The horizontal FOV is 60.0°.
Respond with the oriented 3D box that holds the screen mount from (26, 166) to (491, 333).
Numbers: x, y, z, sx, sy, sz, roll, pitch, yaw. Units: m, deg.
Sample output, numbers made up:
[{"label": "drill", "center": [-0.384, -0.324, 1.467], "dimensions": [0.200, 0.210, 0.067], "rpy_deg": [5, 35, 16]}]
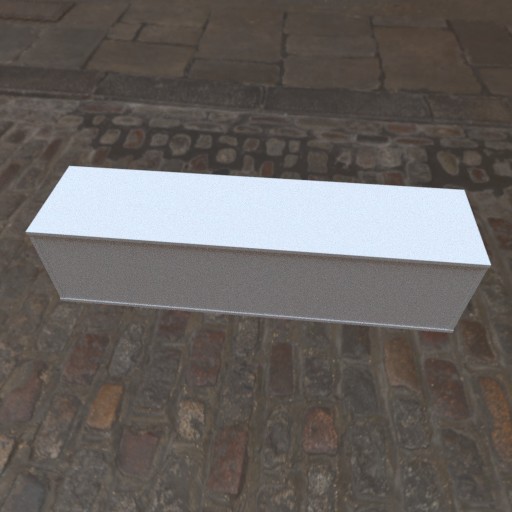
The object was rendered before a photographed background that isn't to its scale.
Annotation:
[{"label": "screen mount", "center": [0.000, 0.000, 1.848], "dimensions": [1.600, 0.520, 0.418], "rpy_deg": [4, 47, 4]}]
